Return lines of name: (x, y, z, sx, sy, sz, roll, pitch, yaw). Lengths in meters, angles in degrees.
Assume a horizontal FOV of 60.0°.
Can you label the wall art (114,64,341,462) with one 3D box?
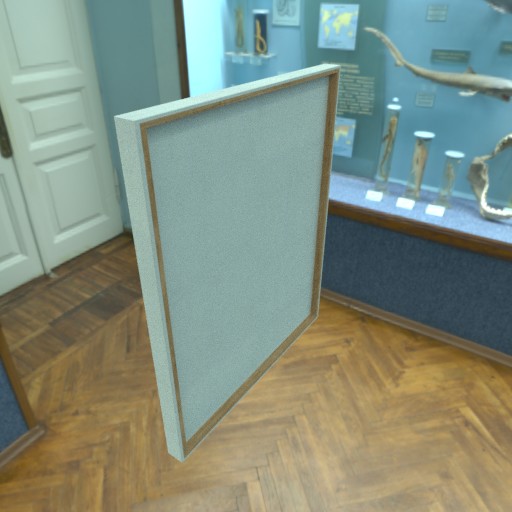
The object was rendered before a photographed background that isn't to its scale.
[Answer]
wall art: (0.000, 0.000, 0.826, 0.037, 0.606, 0.508, 20, 36, 30)
